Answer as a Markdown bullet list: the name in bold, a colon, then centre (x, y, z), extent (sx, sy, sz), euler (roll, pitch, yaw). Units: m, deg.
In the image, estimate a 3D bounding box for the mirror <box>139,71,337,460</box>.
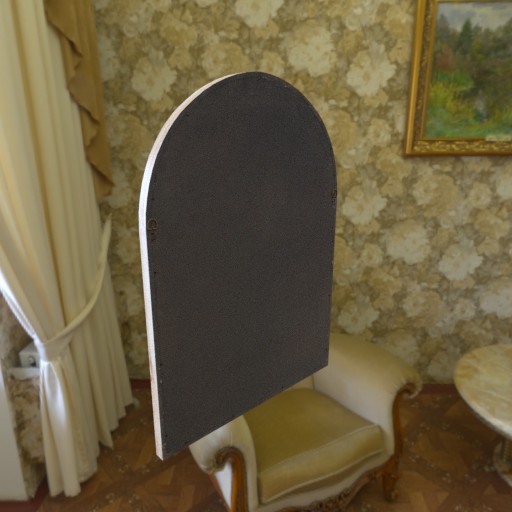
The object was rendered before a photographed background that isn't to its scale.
- **mirror**: centre (0.000, 0.000, 1.194), extent (0.660, 0.920, 0.032), euler (-15, 22, -41)
